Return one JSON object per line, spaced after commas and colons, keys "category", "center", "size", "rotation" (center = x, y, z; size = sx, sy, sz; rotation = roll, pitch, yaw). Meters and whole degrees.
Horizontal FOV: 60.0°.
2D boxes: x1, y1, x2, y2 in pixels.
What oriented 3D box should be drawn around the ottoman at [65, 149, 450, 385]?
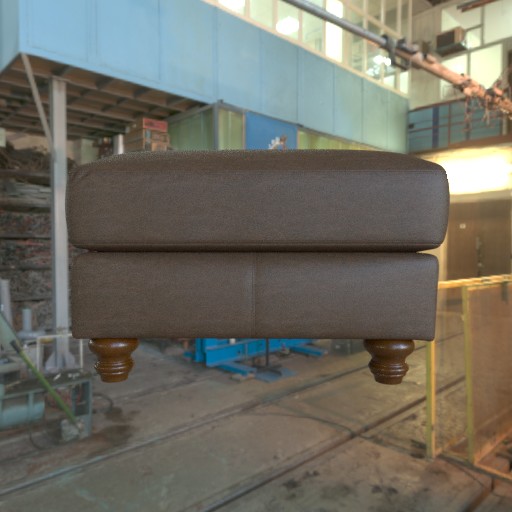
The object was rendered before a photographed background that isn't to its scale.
{"category": "ottoman", "center": [0.000, 0.000, 1.167], "size": [0.787, 0.508, 0.635], "rotation": [0, 2, 1]}
